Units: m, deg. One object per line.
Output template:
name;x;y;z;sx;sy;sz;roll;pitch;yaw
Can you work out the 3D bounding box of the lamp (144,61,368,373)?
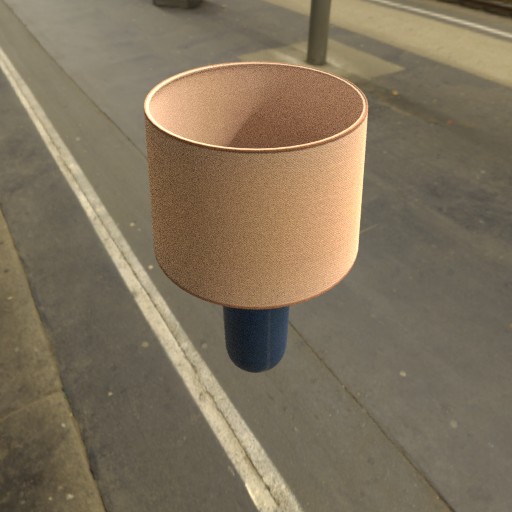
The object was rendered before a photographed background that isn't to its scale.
lamp;0.000;0.000;0.842;0.367;0.609;0.367;0;41;0
